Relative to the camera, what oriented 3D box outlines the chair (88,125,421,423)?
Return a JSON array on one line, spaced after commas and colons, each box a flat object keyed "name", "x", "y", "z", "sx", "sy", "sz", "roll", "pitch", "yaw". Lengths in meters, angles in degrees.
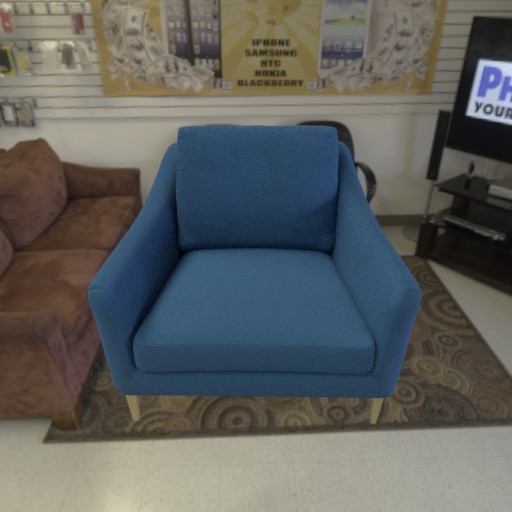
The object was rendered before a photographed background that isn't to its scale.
[{"name": "chair", "x": 0.000, "y": 0.000, "z": 1.758, "sx": 0.987, "sy": 0.899, "sz": 0.961, "roll": 0, "pitch": 30, "yaw": 1}]
